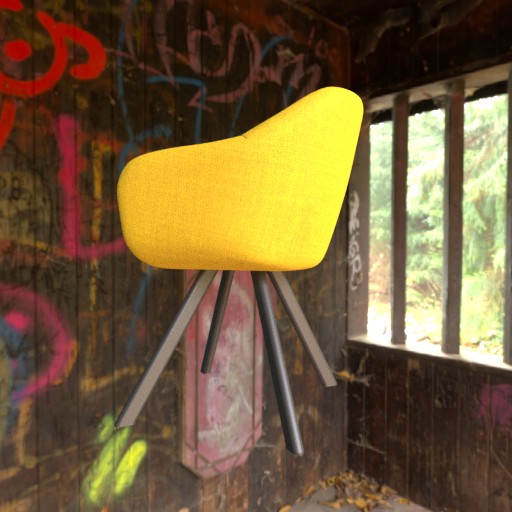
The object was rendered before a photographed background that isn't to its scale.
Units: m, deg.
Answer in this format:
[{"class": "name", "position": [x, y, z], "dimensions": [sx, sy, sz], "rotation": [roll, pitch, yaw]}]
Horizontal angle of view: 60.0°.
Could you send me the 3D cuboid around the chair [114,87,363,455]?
[{"class": "chair", "position": [0.000, 0.000, 1.179], "dimensions": [0.550, 0.795, 0.590], "rotation": [1, 2, 18]}]
